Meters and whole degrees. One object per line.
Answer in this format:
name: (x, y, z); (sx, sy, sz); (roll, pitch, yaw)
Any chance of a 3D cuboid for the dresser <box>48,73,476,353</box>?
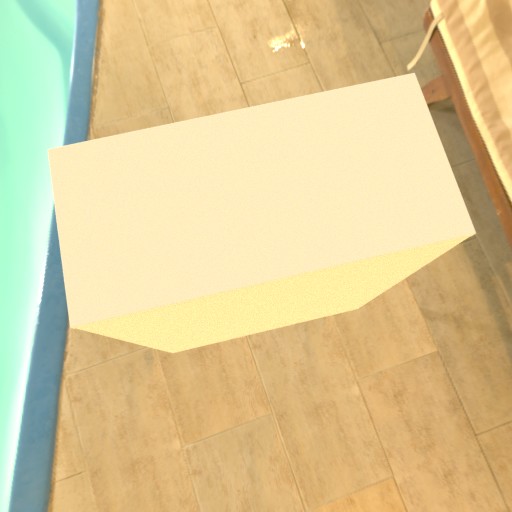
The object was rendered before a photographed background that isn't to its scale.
dresser: (0.000, 0.000, 1.398); (0.800, 1.040, 0.380); (-13, 75, -3)
